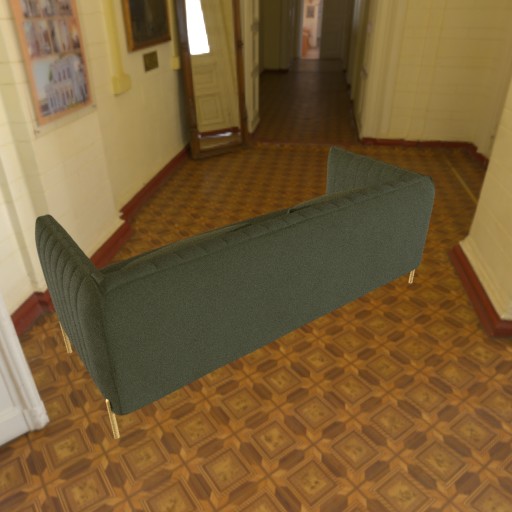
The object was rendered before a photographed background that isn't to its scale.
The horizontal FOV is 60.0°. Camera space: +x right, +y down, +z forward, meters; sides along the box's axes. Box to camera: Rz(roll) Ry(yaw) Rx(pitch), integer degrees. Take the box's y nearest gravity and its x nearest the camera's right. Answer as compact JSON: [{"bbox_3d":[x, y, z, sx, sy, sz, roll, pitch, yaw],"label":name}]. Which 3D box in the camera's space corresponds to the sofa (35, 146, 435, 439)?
[{"bbox_3d":[0.000,0.000,2.572,2.137,0.793,0.896,-20,36,-31],"label":"sofa"}]
